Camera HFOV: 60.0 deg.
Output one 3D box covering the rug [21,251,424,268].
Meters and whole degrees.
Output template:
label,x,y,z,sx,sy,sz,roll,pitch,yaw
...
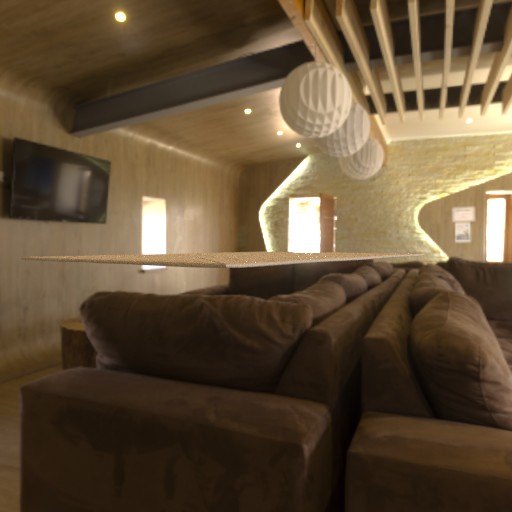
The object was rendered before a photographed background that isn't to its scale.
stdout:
label,x,y,z,sx,sy,sz,roll,pitch,yaw
rug,0.000,0.000,3.063,1.575,0.023,2.459,1,2,37
